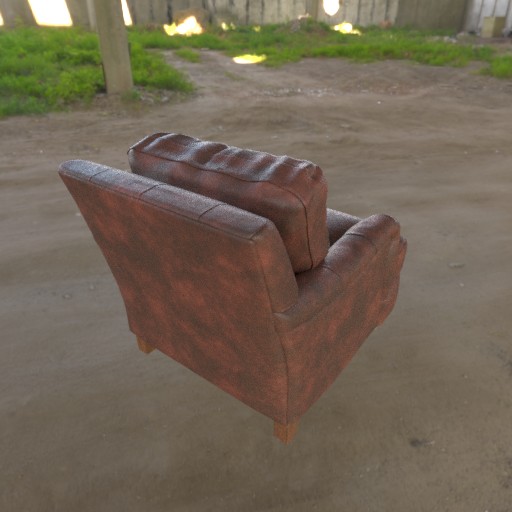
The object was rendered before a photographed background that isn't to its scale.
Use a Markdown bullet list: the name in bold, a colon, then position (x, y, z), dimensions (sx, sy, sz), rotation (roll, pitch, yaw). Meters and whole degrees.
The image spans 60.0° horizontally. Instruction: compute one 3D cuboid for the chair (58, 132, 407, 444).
- **chair**: position (0.000, 0.000, 1.928), dimensions (0.987, 1.051, 1.156), rotation (21, 36, 32)
